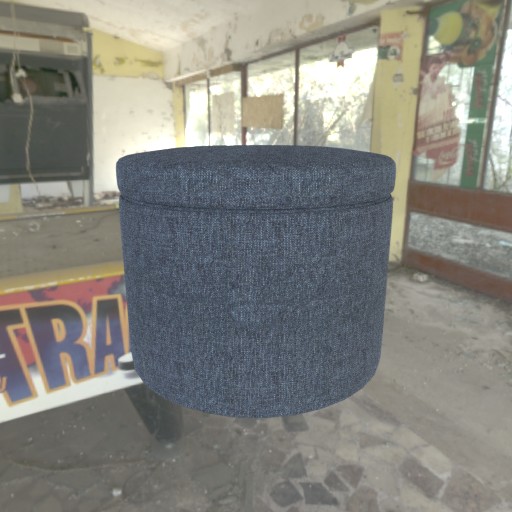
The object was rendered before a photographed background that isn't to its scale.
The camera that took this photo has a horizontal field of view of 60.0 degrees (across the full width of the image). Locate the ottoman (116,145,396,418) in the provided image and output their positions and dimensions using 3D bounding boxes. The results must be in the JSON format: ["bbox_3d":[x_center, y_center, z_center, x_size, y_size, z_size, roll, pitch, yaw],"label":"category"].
[{"bbox_3d":[0.000,0.000,0.872,0.500,0.419,0.500,0,16,0],"label":"ottoman"}]
